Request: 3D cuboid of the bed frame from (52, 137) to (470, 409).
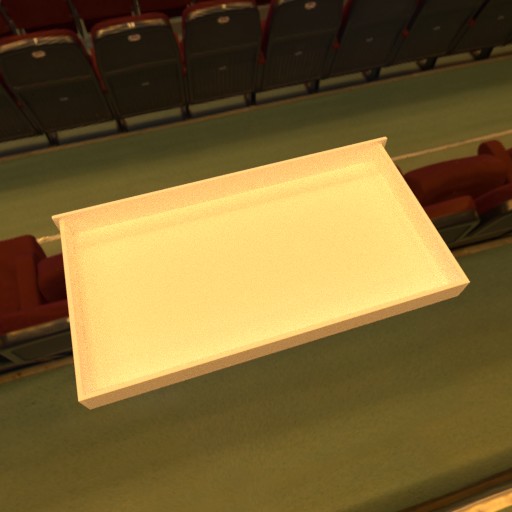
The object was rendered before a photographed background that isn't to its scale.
[{"bbox_3d":[0.000,0.000,1.558,1.300,0.141,0.670,-15,60,-9],"label":"bed frame"}]
